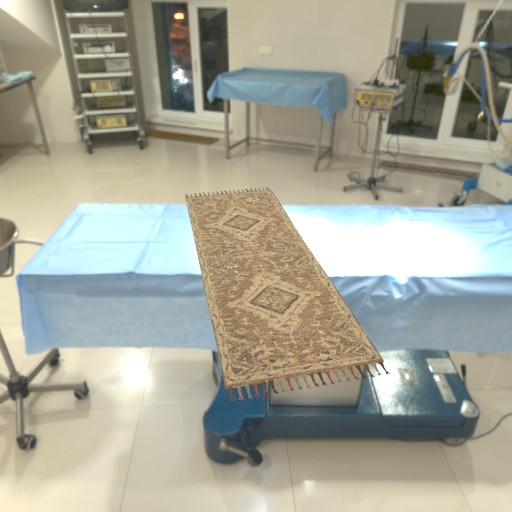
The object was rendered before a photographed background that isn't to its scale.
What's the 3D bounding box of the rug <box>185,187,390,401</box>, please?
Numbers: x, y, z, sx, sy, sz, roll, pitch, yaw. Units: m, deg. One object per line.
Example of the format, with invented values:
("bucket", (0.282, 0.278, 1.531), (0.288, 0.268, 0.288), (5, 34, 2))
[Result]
("rug", (0.000, 0.000, 2.863), (1.324, 0.018, 2.378), (2, 31, 3))
